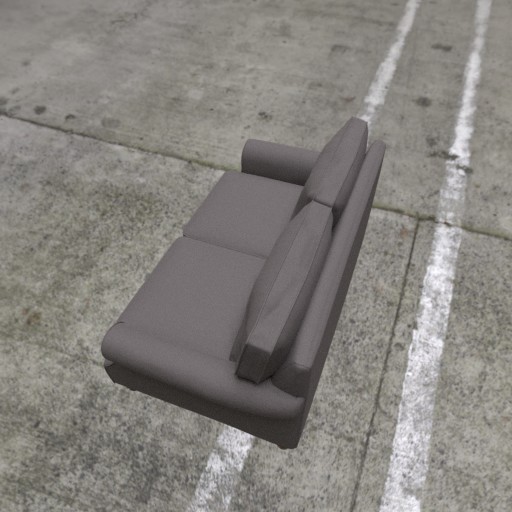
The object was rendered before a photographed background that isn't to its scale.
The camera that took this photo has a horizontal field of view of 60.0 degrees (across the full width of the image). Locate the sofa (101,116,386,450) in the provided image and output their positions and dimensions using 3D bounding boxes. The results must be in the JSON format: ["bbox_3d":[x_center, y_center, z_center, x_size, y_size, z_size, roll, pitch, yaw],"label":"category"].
[{"bbox_3d":[0.000,0.000,2.285,0.964,0.937,1.665,16,49,14],"label":"sofa"}]
